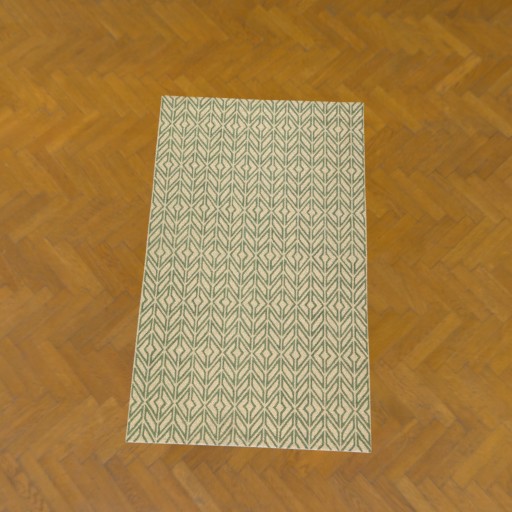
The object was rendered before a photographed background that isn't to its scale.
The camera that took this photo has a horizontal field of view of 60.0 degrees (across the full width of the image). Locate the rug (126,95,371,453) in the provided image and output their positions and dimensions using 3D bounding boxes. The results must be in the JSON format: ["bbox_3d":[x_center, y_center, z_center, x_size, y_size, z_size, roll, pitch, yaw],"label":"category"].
[{"bbox_3d":[0.000,0.000,3.030,1.517,0.011,2.435,2,76,1],"label":"rug"}]
